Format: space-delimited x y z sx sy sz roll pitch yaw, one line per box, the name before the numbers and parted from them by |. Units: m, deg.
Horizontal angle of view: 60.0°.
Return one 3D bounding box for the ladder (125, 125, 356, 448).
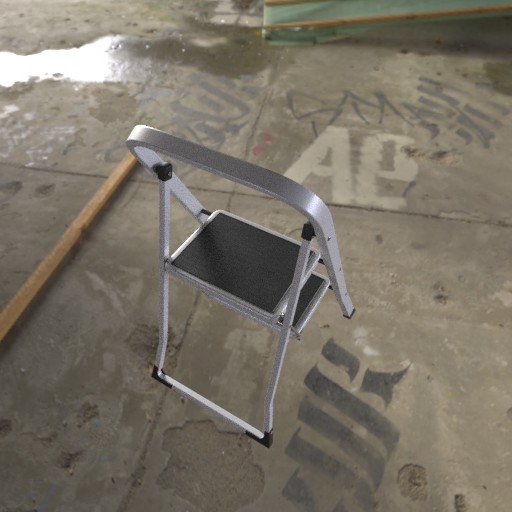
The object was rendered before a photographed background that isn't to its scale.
ladder | 0.000 0.000 1.118 0.460 0.810 0.544 24 52 20
